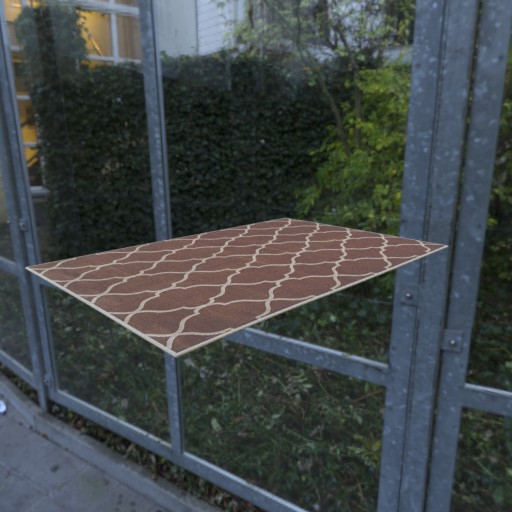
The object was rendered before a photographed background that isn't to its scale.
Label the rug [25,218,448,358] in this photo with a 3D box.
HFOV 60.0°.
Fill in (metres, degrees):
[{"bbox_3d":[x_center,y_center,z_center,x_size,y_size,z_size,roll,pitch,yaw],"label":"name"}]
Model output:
[{"bbox_3d":[0.000,0.000,2.842,2.294,0.014,1.528,-15,21,-43],"label":"rug"}]
